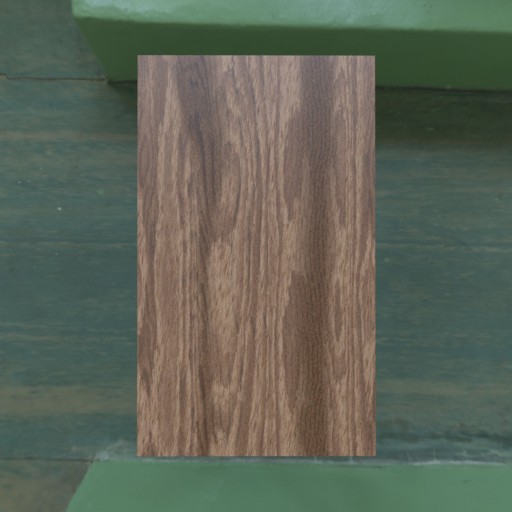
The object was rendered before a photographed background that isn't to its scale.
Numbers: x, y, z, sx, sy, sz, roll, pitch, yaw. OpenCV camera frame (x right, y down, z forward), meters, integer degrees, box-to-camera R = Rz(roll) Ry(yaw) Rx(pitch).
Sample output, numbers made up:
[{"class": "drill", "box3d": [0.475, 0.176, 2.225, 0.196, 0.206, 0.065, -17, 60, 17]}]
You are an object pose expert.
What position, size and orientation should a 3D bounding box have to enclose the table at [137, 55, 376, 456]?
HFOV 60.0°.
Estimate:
[{"class": "table", "box3d": [0.000, 0.000, 1.853, 0.801, 0.724, 1.349, 0, 90, 0]}]
